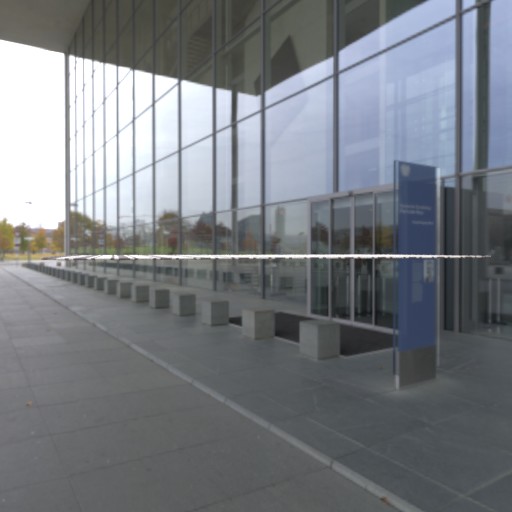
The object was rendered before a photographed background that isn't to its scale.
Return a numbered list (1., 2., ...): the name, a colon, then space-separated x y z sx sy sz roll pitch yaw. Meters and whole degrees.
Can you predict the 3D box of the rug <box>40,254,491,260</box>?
1. rug: 0.000 0.000 2.977 2.425 0.014 1.563 0 1 -17
